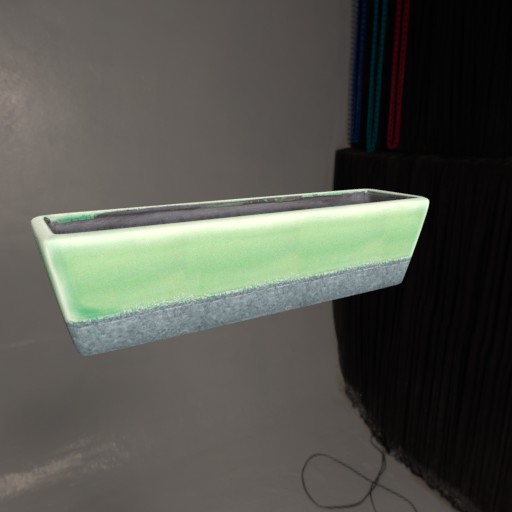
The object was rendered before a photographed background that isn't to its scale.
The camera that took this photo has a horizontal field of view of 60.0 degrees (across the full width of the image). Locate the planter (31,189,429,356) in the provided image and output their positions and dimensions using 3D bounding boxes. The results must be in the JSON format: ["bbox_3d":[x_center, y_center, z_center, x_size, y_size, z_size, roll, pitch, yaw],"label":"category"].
[{"bbox_3d":[0.000,0.000,0.313,0.275,0.072,0.072,-9,18,-29],"label":"planter"}]
